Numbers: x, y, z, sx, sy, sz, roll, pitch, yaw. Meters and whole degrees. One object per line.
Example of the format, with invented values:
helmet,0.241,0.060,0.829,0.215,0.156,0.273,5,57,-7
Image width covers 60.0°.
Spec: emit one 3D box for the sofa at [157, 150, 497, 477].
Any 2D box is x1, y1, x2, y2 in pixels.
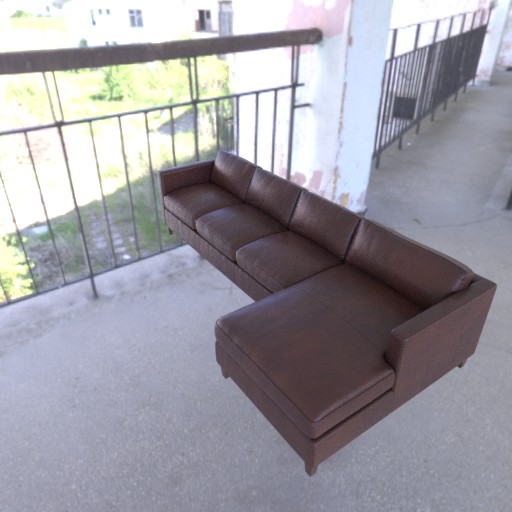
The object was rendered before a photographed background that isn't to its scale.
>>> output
sofa,0.000,0.000,3.738,1.581,0.883,3.203,-20,37,-30
